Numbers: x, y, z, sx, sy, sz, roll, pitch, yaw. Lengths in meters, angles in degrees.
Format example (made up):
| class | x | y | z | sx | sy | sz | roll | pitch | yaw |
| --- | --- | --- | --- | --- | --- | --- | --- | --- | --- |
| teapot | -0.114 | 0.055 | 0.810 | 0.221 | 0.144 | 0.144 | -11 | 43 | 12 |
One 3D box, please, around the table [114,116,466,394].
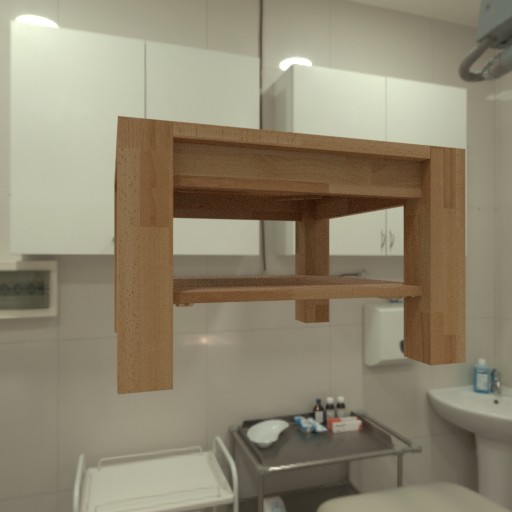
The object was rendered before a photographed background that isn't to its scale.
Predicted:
| class | x | y | z | sx | sy | sz | roll | pitch | yaw |
| --- | --- | --- | --- | --- | --- | --- | --- | --- | --- |
| table | 0.000 | 0.000 | 1.157 | 0.700 | 0.451 | 0.700 | 0 | 0 | -18 |
